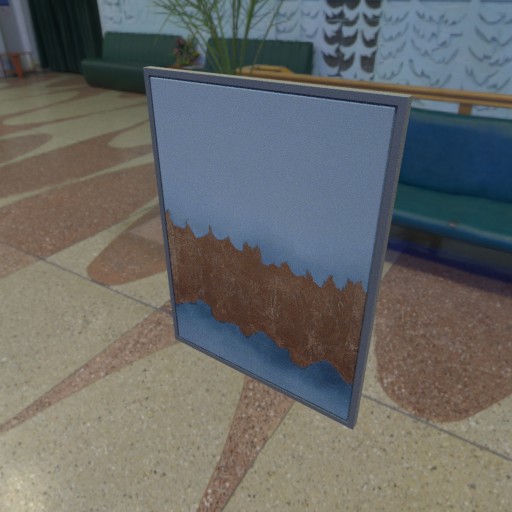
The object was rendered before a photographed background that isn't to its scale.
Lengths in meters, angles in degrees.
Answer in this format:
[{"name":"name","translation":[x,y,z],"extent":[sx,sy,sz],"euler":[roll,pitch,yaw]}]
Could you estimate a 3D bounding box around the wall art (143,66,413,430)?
[{"name":"wall art","translation":[0.000,0.000,1.389],"extent":[0.789,1.042,0.034],"euler":[19,35,29]}]
